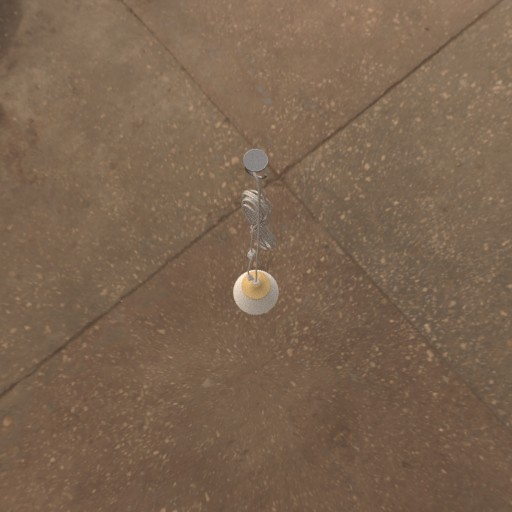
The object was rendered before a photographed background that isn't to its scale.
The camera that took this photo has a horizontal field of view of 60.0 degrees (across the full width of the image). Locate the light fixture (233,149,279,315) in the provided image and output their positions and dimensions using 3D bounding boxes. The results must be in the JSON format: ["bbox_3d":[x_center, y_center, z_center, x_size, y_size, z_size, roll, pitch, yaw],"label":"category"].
[{"bbox_3d":[0.000,0.000,1.031,0.153,0.966,0.153,-37,78,-9],"label":"light fixture"}]
